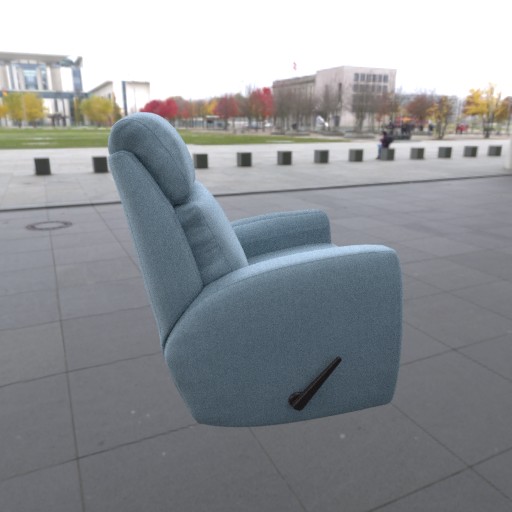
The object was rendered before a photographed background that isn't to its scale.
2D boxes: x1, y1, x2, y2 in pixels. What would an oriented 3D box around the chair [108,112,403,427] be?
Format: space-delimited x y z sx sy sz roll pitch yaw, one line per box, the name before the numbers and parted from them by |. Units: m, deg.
chair | 0.000 0.000 1.654 0.940 1.013 0.812 -3 17 -10
